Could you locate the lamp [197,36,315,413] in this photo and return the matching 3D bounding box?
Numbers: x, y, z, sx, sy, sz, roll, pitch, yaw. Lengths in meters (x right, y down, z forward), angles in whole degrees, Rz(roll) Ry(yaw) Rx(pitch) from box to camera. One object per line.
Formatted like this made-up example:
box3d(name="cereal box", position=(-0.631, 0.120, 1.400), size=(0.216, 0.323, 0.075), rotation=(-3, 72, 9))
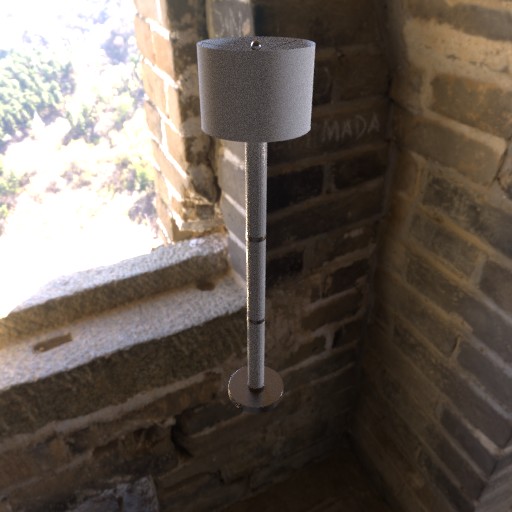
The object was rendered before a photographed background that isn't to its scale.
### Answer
box3d(name="lamp", position=(0.000, 0.000, 1.821), size=(0.377, 1.599, 0.377), rotation=(10, 33, 16))
